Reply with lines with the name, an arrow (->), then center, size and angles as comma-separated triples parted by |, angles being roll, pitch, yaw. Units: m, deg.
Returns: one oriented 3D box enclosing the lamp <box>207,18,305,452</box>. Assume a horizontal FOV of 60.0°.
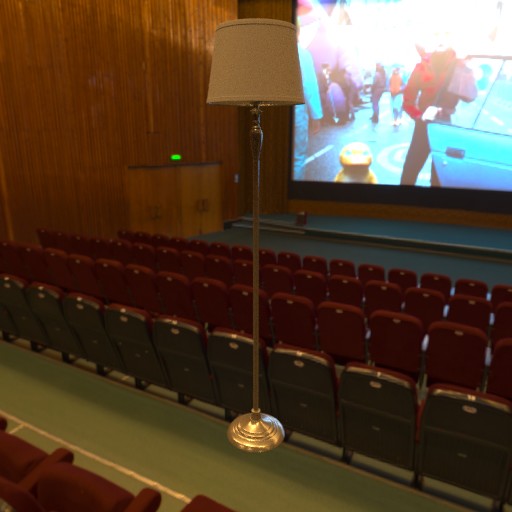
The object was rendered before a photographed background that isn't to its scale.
lamp -> 0.000, 0.000, 1.615 | 0.327, 1.506, 0.327 | 8, 18, 27
